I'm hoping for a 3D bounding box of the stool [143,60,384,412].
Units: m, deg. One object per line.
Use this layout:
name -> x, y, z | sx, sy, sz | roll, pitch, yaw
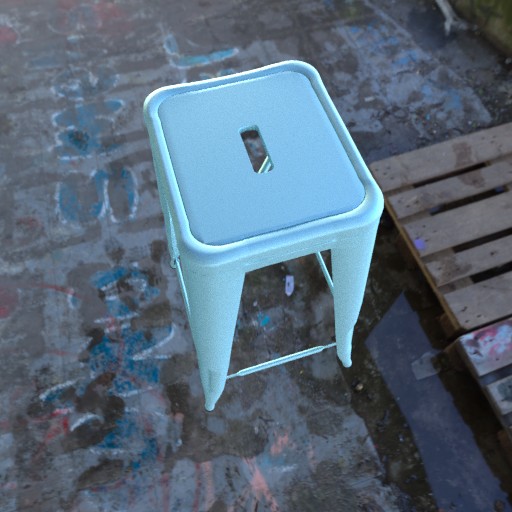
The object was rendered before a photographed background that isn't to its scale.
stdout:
stool -> 0.000, 0.000, 0.838 | 0.359, 0.609, 0.399 | -16, 64, -8
